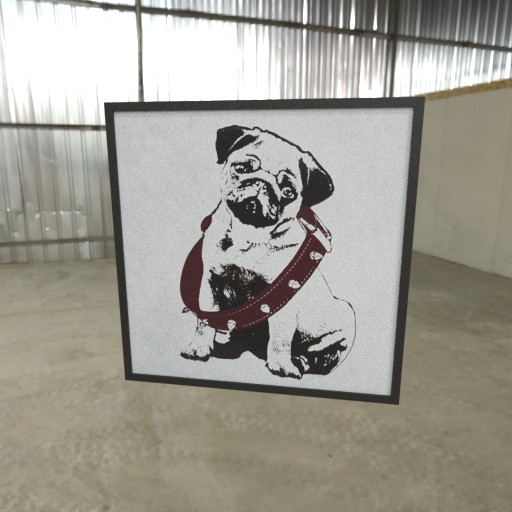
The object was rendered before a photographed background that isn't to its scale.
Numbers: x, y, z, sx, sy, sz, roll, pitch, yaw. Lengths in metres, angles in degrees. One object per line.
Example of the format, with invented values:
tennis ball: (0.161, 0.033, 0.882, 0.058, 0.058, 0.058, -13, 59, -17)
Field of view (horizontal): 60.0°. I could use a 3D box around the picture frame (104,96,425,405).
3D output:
picture frame: (0.000, 0.000, 1.162, 0.775, 0.775, 0.032, 2, 14, 9)
